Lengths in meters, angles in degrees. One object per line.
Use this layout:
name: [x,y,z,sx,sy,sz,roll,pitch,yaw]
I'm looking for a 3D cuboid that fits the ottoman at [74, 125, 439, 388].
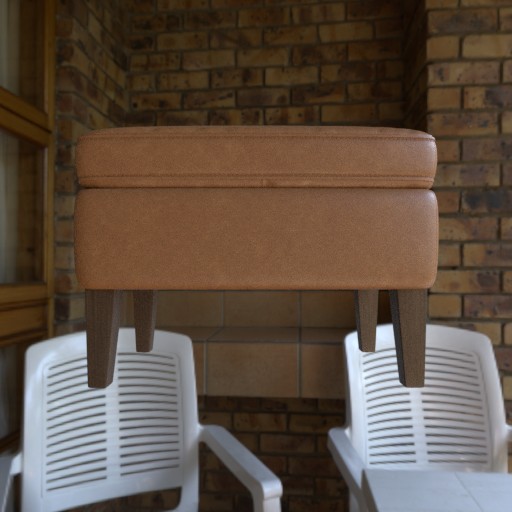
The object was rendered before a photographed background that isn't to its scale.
ottoman: [0.000,0.000,0.963,0.670,0.480,0.420,0,-1,0]
